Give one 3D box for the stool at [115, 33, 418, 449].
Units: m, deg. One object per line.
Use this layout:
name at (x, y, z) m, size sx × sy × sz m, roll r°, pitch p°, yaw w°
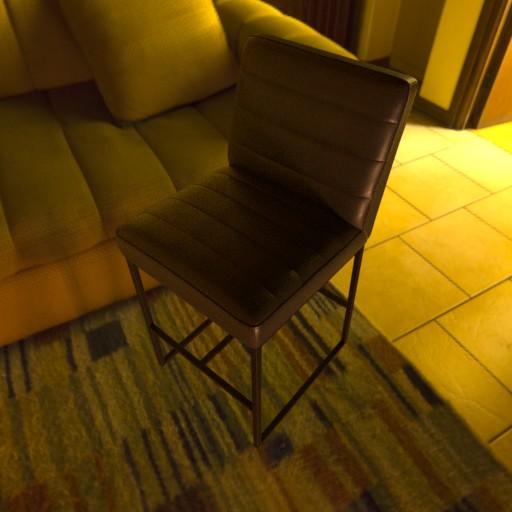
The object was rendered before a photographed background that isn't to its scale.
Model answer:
stool at (0.000, 0.000, 1.203) m, size 0.457 × 0.938 × 0.552 m, roll 31°, pitch 53°, yaw 27°
